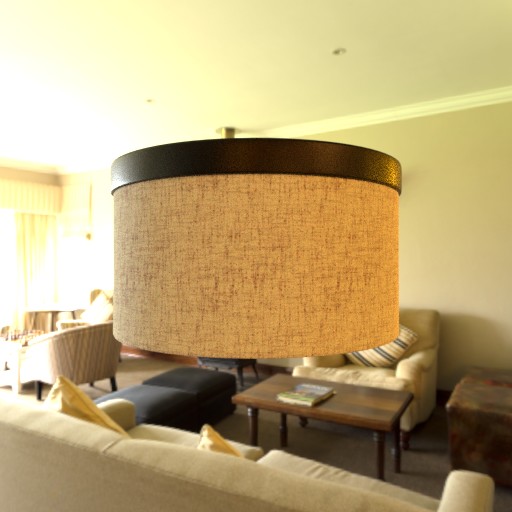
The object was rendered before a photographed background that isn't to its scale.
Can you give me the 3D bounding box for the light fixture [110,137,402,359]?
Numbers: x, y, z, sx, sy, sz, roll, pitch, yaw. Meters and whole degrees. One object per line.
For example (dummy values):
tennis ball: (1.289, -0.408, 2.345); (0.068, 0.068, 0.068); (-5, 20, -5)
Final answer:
light fixture: (0.000, 0.000, 0.623); (0.389, 0.229, 0.389); (0, 0, 0)
